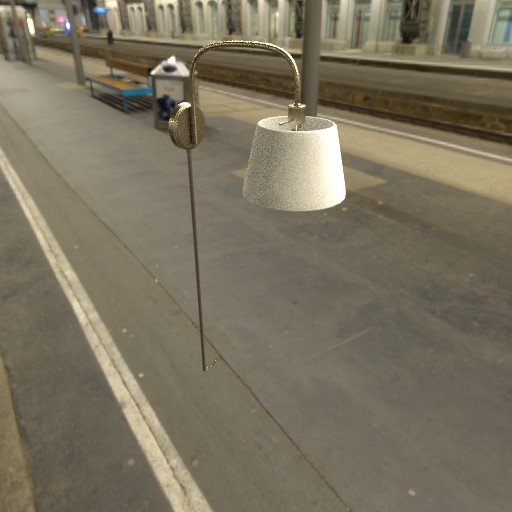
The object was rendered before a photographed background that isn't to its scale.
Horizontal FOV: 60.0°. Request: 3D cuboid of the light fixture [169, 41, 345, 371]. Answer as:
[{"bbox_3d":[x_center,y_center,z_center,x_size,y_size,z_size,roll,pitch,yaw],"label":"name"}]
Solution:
[{"bbox_3d":[0.000,0.000,0.458,0.176,0.399,0.092,18,33,31],"label":"light fixture"}]
